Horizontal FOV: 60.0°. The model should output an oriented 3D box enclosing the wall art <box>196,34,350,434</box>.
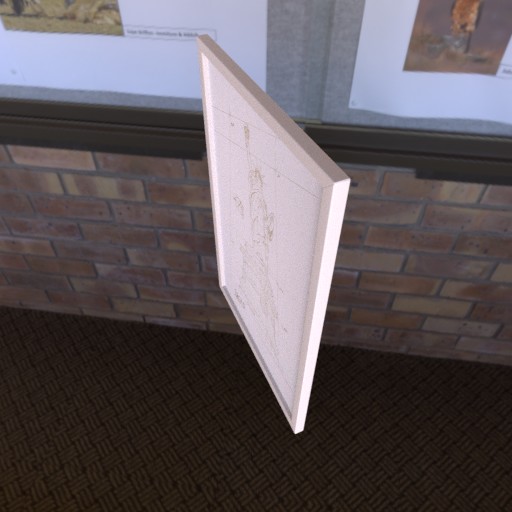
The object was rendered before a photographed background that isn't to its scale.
[{"bbox_3d":[0.000,0.000,1.523,0.038,1.183,0.808,-18,49,-16],"label":"wall art"}]
